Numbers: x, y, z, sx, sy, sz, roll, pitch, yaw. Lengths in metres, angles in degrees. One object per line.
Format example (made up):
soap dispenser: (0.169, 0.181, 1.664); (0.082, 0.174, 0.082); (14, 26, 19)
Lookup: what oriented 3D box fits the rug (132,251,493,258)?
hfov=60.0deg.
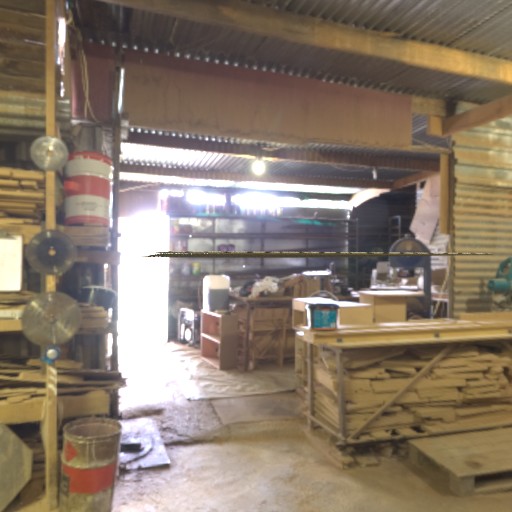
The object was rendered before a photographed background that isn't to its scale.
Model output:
rug: (0.000, 0.000, 2.960); (1.523, 0.008, 2.438); (0, -1, -18)
